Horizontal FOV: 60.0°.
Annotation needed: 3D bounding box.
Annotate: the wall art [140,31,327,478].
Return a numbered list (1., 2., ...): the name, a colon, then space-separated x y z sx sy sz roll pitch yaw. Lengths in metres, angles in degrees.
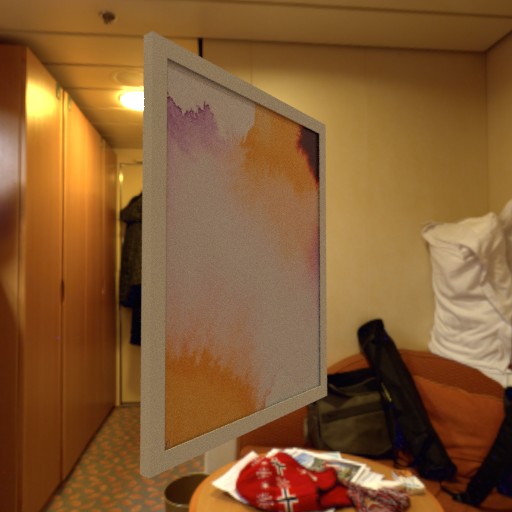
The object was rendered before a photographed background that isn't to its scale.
1. wall art: 0.000 0.000 1.074 0.026 0.811 0.661 -1 -2 37
